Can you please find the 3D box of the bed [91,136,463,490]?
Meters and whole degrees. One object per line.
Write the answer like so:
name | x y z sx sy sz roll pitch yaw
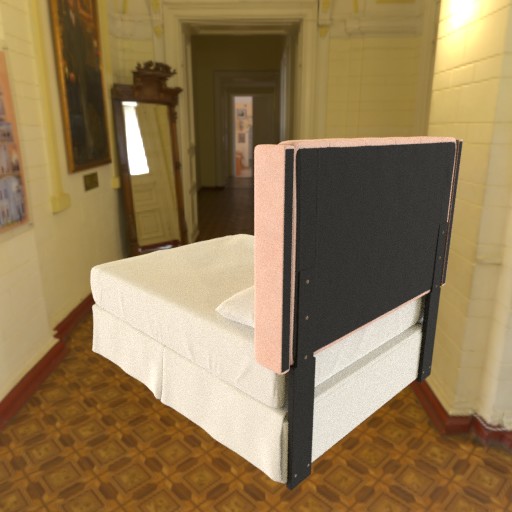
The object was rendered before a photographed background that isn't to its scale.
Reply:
bed | 0.000 0.000 3.175 1.719 1.665 2.066 -15 22 -42
